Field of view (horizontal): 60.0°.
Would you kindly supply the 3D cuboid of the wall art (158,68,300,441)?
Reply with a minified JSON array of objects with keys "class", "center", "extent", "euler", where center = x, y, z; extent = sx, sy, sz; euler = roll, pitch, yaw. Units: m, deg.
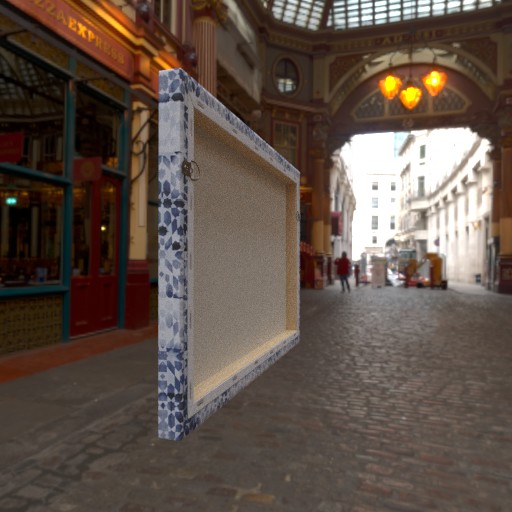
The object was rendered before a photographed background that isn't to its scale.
[{"class":"wall art","center":[0.000,0.000,0.772],"extent":[0.030,0.406,0.608],"euler":[0,0,18]}]
